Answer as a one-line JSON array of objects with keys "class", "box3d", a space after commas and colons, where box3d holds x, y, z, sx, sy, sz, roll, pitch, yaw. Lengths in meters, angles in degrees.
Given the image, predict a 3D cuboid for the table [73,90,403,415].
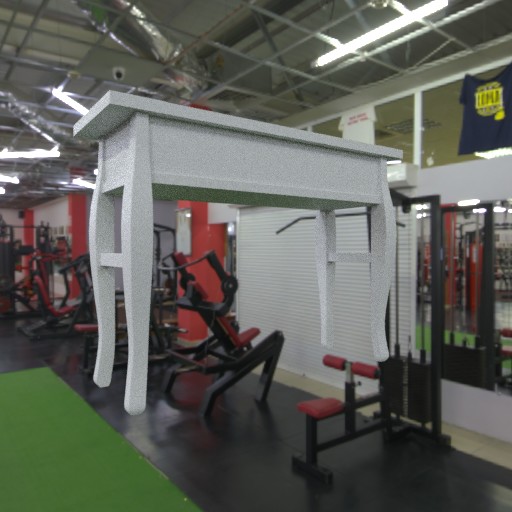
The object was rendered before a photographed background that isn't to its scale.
[{"class": "table", "box3d": [0.000, 0.000, 1.466, 1.062, 0.768, 0.373, 0, 1, -35]}]
